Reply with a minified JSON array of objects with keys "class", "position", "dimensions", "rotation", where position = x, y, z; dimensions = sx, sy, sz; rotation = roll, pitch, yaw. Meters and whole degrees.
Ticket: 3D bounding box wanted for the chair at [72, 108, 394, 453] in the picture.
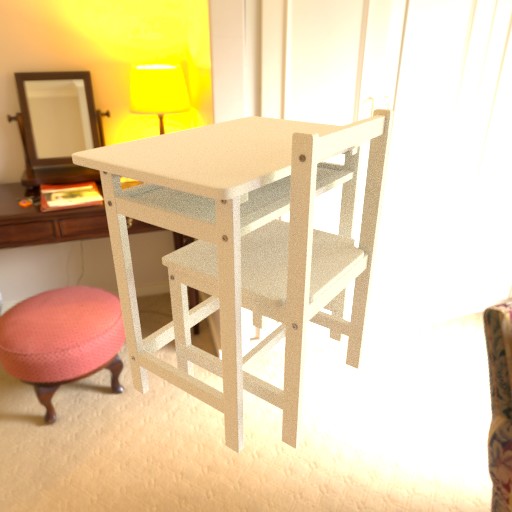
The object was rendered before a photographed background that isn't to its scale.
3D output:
[{"class":"chair","position":[0.000,0.000,1.065],"dimensions":[0.461,0.673,0.599],"rotation":[18,31,32]}]
